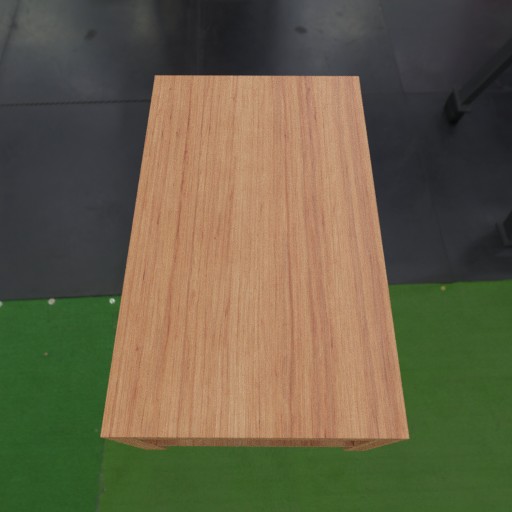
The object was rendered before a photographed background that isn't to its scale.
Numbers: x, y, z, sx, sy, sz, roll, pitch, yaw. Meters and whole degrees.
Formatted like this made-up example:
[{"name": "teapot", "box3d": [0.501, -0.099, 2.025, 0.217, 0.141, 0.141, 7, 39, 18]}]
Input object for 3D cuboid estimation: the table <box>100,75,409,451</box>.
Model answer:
[{"name": "table", "box3d": [0.000, 0.000, 1.457, 0.695, 0.457, 1.146, 0, 63, 0]}]
